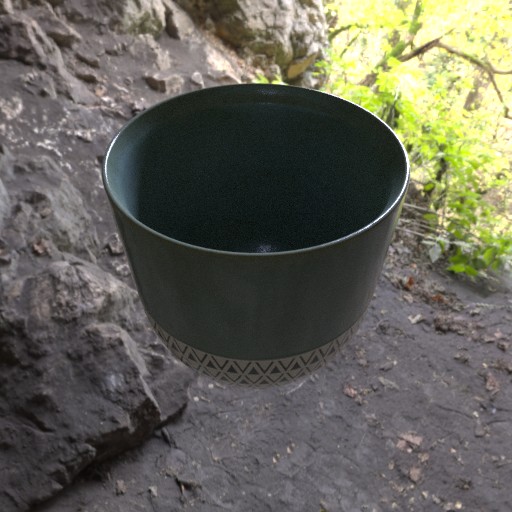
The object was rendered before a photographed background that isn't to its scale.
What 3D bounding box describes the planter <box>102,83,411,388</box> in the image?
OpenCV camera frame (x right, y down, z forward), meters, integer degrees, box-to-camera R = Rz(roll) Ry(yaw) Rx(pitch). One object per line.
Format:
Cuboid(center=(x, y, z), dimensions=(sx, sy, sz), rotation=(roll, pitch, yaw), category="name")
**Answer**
Cuboid(center=(0.000, 0.000, 0.487), dimensions=(0.266, 0.270, 0.266), rotation=(0, 46, 0), category="planter")
